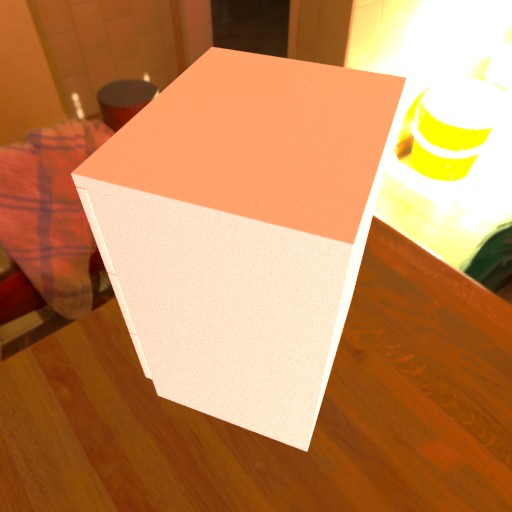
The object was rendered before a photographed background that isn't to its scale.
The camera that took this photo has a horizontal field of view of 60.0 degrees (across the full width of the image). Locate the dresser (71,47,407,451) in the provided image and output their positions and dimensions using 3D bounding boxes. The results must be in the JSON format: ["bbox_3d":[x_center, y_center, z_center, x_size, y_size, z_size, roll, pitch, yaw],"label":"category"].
[{"bbox_3d":[0.000,0.000,0.817,0.360,0.560,0.400,15,48,14],"label":"dresser"}]
